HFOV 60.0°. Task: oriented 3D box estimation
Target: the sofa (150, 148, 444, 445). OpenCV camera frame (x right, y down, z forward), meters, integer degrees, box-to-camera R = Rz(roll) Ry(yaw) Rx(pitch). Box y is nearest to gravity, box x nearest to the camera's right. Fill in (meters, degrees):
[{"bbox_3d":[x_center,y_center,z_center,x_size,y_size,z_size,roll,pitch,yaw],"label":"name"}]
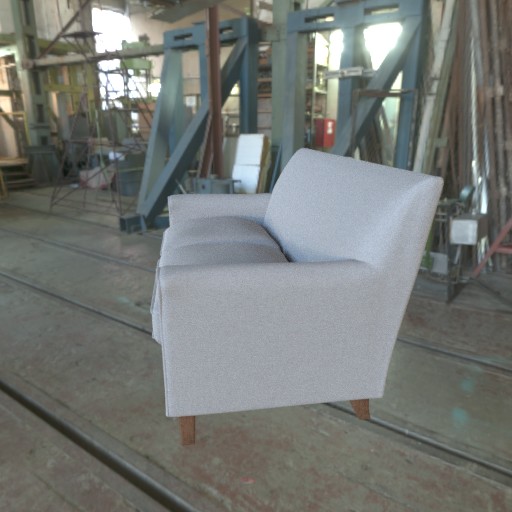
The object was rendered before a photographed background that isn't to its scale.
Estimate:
[{"bbox_3d":[0.000,0.000,2.055,0.888,0.890,1.482,-3,17,-9],"label":"sofa"}]
